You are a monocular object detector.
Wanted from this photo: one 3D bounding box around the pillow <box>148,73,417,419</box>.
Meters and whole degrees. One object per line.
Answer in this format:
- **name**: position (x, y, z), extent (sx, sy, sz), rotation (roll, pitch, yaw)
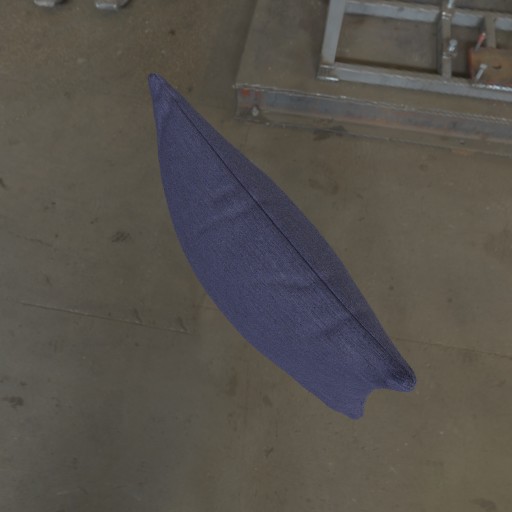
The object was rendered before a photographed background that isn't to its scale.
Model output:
- **pillow**: position (0.000, 0.000, 0.777), extent (0.210, 0.338, 0.633), rotation (-33, 69, -14)
